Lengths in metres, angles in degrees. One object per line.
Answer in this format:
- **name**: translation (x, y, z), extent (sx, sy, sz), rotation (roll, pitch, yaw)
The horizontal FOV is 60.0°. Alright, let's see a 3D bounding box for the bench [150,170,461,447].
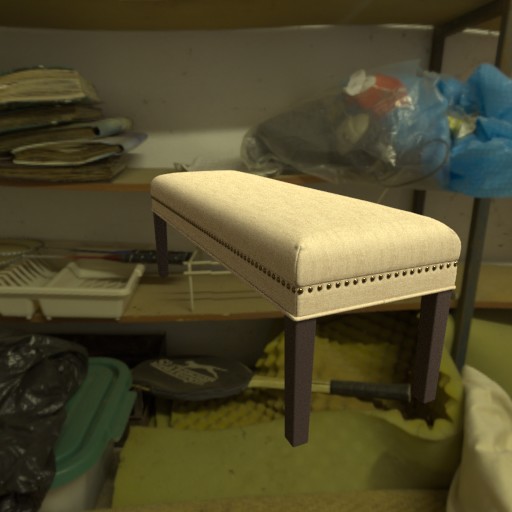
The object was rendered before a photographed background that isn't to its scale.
- **bench**: translation (0.000, 0.000, 1.438), extent (0.410, 0.457, 1.219), rotation (-8, 18, -24)
